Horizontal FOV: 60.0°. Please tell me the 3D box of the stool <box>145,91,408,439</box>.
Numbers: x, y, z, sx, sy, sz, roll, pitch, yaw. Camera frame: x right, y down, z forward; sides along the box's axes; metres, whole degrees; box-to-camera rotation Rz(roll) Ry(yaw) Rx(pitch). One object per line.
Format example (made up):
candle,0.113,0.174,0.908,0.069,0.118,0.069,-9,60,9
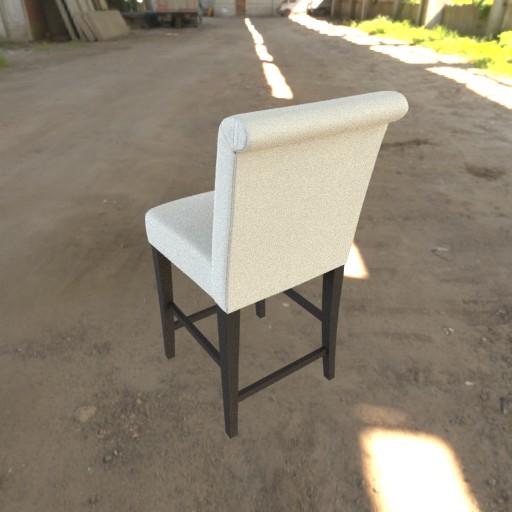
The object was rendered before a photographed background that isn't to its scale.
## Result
stool,0.000,0.000,1.334,0.452,0.976,0.597,-20,36,-30
